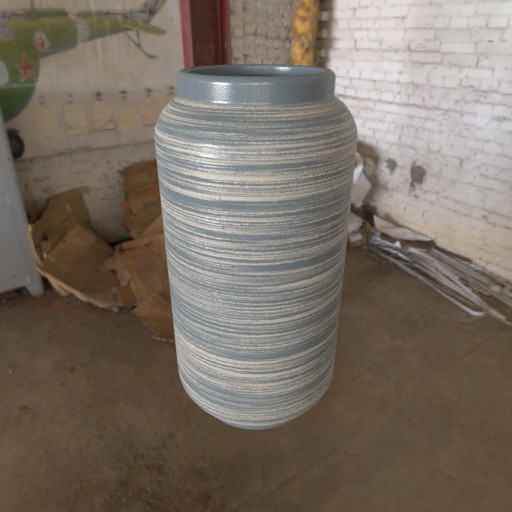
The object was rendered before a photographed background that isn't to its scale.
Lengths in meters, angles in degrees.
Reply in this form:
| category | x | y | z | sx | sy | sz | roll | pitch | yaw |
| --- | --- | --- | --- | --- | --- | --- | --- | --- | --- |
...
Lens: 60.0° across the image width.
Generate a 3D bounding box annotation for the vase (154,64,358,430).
| category | x | y | z | sx | sy | sz | roll | pitch | yaw |
| --- | --- | --- | --- | --- | --- | --- | --- | --- | --- |
| vase | 0.000 | 0.000 | 0.295 | 0.116 | 0.230 | 0.116 | 0 | 27 | 0 |
